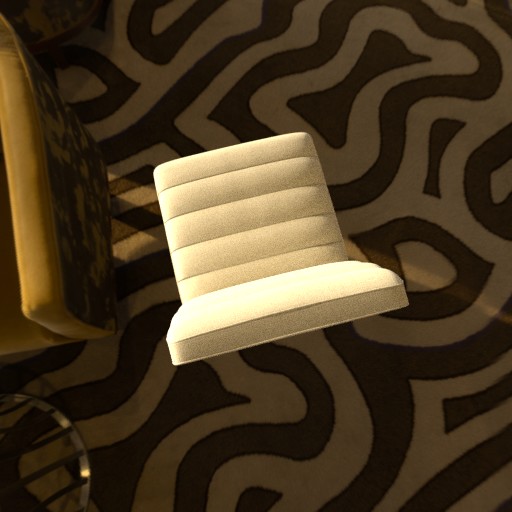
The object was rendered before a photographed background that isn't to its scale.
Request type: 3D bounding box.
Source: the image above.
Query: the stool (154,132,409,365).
[{"bbox_3d":[0.000,0.000,1.347,0.460,1.040,0.560,-14,76,-3],"label":"stool"}]
